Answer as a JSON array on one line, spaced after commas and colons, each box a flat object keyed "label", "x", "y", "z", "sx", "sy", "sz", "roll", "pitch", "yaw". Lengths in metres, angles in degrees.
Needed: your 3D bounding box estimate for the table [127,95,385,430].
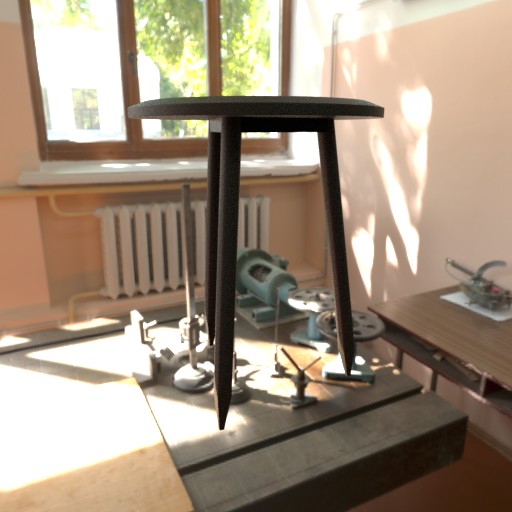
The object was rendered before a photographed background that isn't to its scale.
[{"label": "table", "x": 0.000, "y": 0.000, "z": 0.897, "sx": 0.457, "sy": 0.585, "sz": 0.457, "roll": 0, "pitch": 16, "yaw": 0}]
